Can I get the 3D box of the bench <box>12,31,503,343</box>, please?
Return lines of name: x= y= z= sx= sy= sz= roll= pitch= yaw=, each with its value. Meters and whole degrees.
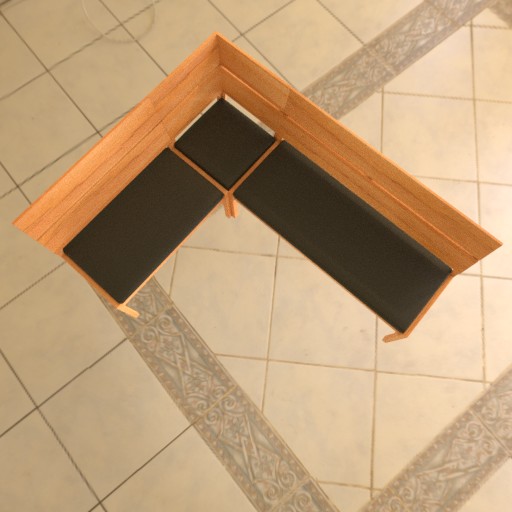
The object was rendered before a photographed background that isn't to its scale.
bench: x=0.000 y=0.000 z=2.660 sx=1.948 sy=0.890 sz=1.548 roll=40 pitch=79 yaw=10
